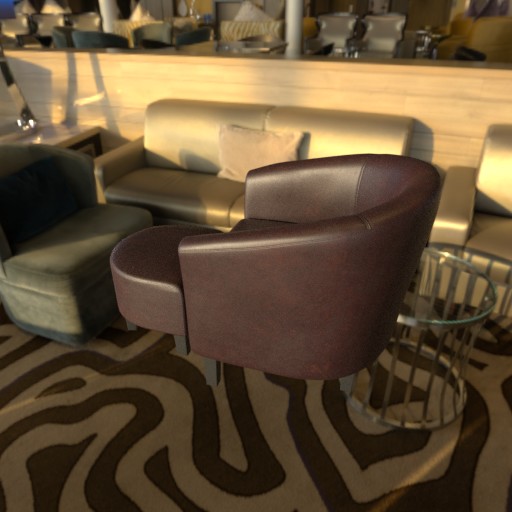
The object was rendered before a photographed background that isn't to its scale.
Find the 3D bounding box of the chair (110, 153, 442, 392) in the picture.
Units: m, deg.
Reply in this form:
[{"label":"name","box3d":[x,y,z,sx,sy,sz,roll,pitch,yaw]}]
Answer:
[{"label":"chair","box3d":[0.000,0.000,1.656,1.176,0.755,0.737,9,31,15]}]
